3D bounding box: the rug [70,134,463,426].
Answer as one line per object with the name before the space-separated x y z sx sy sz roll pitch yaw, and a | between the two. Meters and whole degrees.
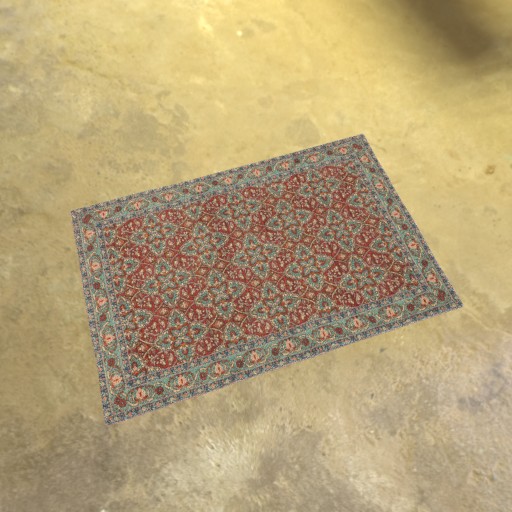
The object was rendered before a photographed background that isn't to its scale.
rug | 0.000 0.000 2.387 1.829 0.009 1.219 -16 64 -8
